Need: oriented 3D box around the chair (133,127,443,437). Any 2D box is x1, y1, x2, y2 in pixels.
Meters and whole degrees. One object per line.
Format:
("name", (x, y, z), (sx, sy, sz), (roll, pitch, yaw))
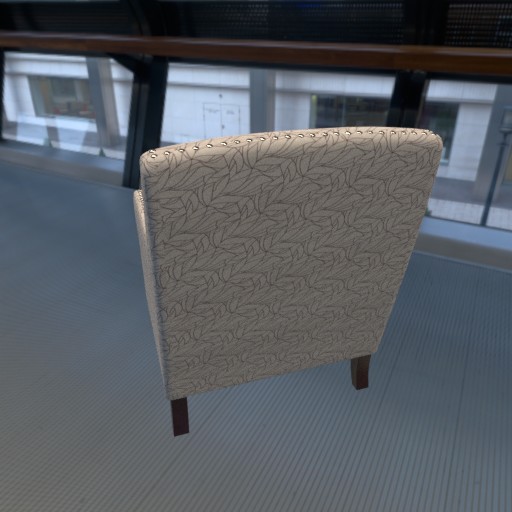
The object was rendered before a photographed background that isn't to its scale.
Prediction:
("chair", (0.000, 0.000, 1.277), (0.623, 0.816, 0.651), (-8, 28, -16))
